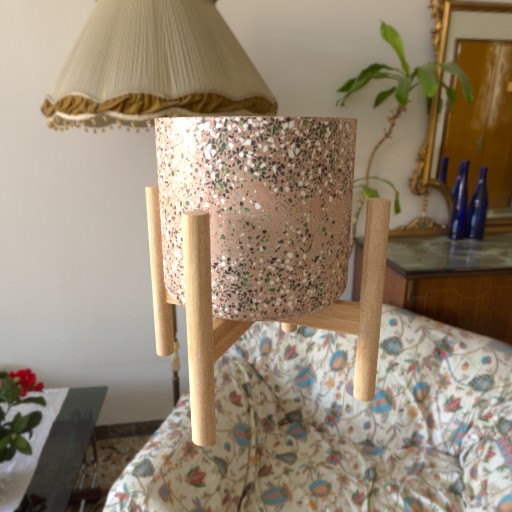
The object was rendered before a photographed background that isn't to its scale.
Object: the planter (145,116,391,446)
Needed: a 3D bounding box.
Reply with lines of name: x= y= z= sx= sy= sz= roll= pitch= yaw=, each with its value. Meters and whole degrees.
planter: x=0.000 y=0.000 z=0.541 sx=0.284 sy=0.320 sz=0.284 roll=-16 pitch=22 yaw=-43
